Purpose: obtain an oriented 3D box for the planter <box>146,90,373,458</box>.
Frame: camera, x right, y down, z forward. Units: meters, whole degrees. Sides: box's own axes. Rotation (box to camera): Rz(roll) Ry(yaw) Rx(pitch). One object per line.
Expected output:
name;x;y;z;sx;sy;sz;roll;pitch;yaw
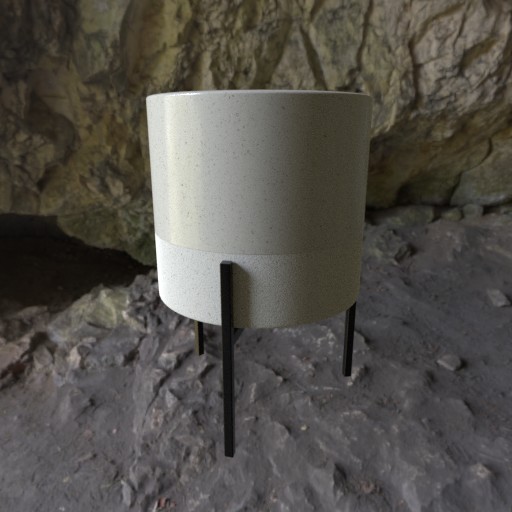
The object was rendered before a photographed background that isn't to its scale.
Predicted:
planter;0.000;0.000;0.341;0.152;0.230;0.159;-16;23;-42
